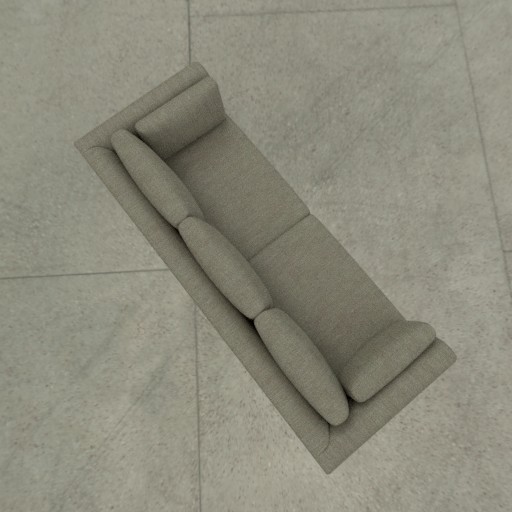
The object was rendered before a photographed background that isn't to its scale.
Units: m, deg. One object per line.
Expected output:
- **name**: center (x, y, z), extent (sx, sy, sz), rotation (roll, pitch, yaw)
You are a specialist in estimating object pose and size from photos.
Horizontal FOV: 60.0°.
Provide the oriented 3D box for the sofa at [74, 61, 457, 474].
- **sofa**: center (0.000, 0.000, 2.882), extent (0.969, 0.867, 2.415), rotation (-38, 79, -8)
